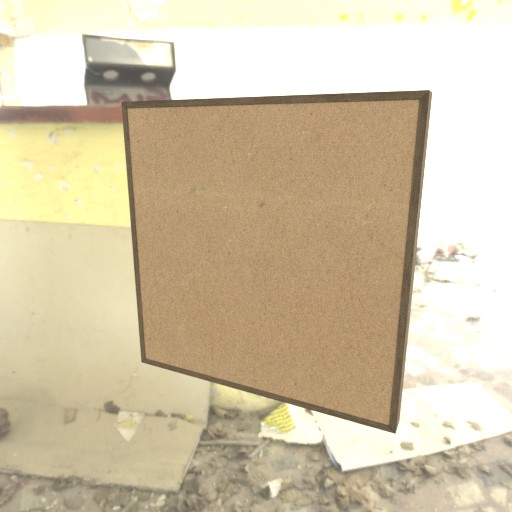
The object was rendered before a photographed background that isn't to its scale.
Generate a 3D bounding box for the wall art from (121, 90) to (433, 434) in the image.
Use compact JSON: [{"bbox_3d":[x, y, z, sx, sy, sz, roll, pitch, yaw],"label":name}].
[{"bbox_3d":[0.000,0.000,0.753,0.508,0.508,0.038,8,17,25],"label":"wall art"}]
